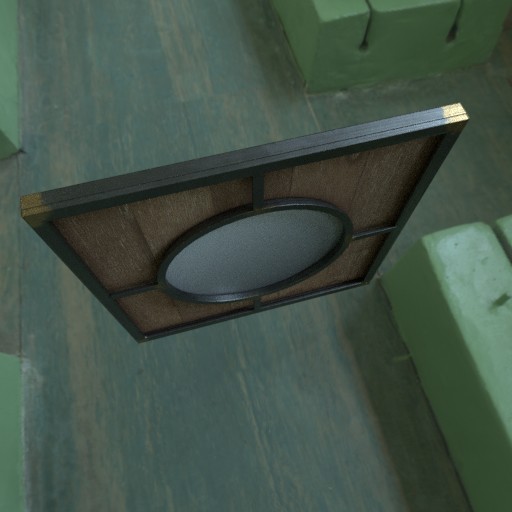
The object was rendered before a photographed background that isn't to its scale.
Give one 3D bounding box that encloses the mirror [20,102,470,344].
[{"bbox_3d":[0.000,0.000,0.539,0.382,0.381,0.020,-14,65,-7],"label":"mirror"}]
